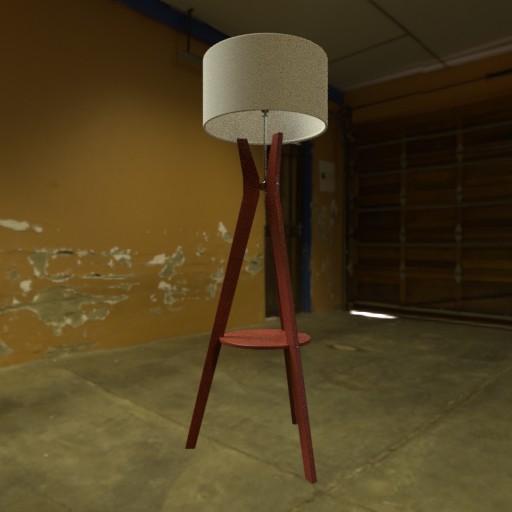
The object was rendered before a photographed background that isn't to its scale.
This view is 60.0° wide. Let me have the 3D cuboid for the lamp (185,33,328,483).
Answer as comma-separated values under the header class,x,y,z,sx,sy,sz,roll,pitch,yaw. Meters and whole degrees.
class,x,y,z,sx,sy,sz,roll,pitch,yaw
lamp,0.000,0.000,1.699,0.542,1.472,0.539,0,0,-1
